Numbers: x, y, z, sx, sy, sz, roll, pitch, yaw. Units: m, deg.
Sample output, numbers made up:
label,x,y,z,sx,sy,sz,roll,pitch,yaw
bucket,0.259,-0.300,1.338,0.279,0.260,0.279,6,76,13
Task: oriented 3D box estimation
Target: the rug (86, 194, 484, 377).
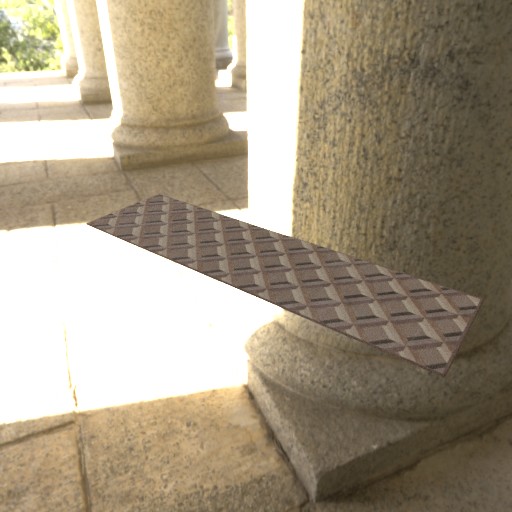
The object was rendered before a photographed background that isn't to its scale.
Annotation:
label,x,y,z,sx,sy,sz,roll,pitch,yaw
rug,0.000,0.000,2.683,2.437,0.013,0.685,20,35,31
